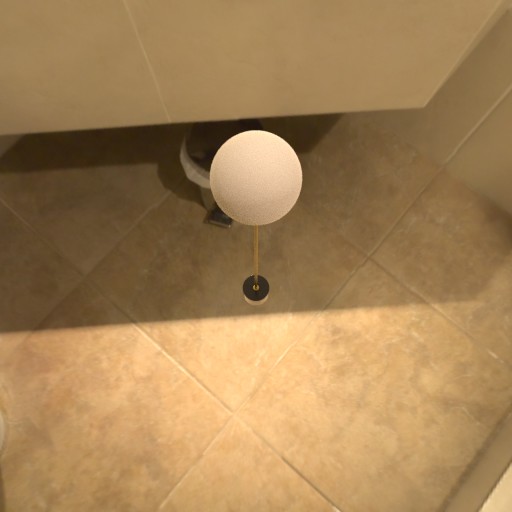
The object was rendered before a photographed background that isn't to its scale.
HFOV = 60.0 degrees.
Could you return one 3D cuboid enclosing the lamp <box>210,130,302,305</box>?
[{"bbox_3d":[0.000,0.000,1.830,0.229,1.748,0.229,4,75,1],"label":"lamp"}]
